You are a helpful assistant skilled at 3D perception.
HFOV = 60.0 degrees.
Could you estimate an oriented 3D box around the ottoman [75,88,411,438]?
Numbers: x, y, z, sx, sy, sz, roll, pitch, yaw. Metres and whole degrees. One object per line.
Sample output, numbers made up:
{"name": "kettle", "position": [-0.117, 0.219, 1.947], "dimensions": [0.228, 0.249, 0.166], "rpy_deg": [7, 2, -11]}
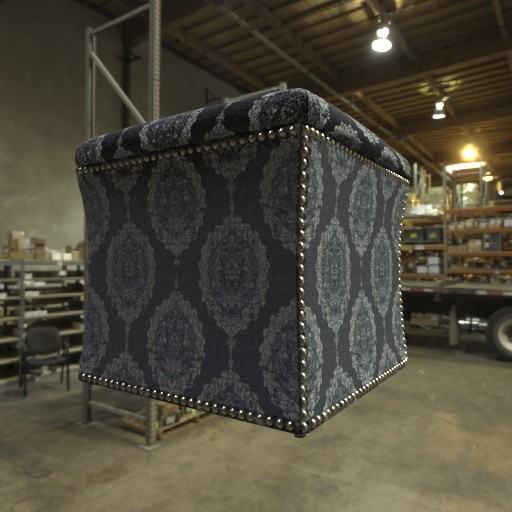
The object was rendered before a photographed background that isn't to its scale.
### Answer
{"name": "ottoman", "position": [0.000, 0.000, 0.877], "dimensions": [0.497, 0.475, 0.507], "rpy_deg": [-1, -1, 34]}
